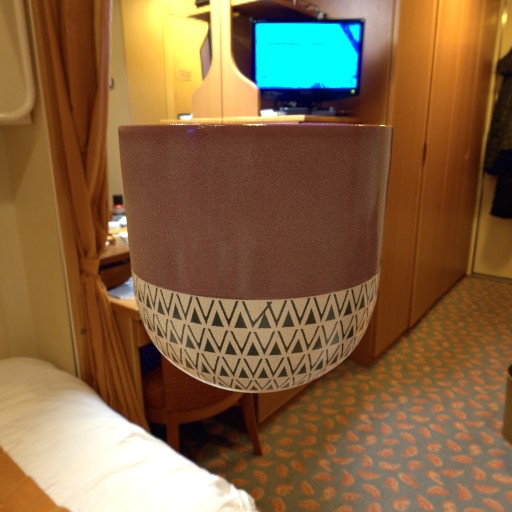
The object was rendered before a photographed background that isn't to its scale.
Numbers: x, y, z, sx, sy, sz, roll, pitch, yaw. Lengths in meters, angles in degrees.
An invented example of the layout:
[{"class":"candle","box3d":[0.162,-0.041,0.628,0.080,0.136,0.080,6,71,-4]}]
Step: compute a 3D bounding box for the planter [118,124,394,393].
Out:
[{"class":"planter","box3d":[0.000,0.000,0.481,0.266,0.270,0.266,0,15,0]}]
